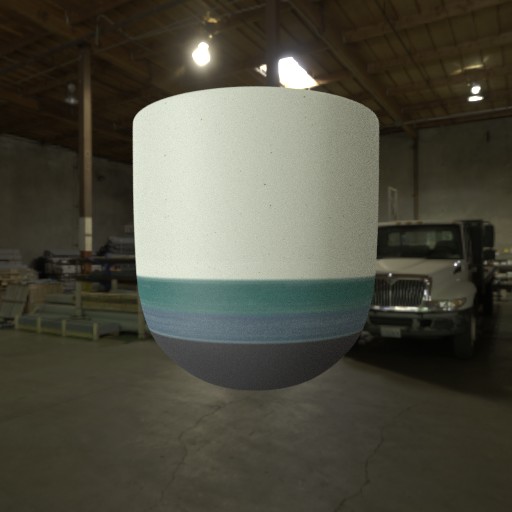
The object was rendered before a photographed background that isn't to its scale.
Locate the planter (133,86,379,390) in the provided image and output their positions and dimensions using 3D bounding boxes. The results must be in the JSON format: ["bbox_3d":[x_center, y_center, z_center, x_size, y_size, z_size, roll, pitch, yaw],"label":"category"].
[{"bbox_3d":[0.000,0.000,0.381,0.204,0.214,0.204,0,0,0],"label":"planter"}]
